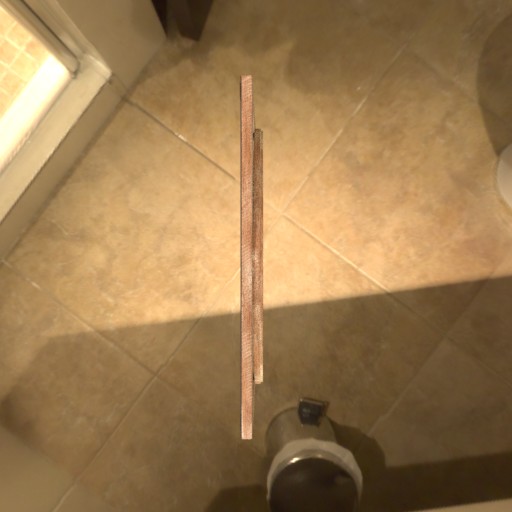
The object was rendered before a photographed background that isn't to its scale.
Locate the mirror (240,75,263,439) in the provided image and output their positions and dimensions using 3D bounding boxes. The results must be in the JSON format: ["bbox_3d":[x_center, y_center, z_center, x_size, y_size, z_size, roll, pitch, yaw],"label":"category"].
[{"bbox_3d":[0.000,0.000,0.994,0.058,0.787,0.495,0,90,1],"label":"mirror"}]
